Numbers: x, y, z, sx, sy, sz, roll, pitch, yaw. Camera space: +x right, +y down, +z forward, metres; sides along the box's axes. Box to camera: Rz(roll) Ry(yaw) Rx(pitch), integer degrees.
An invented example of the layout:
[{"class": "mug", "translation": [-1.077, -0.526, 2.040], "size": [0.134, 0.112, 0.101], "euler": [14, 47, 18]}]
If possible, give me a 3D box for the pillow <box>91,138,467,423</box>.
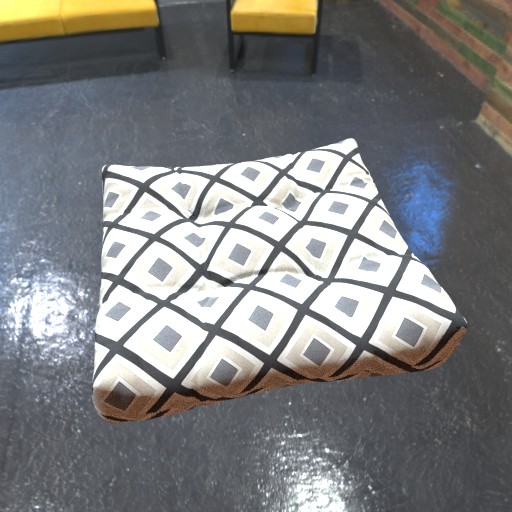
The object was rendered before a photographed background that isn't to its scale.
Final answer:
[{"class": "pillow", "translation": [0.000, 0.000, 0.717], "size": [0.490, 0.128, 0.468], "euler": [-8, 48, -8]}]
